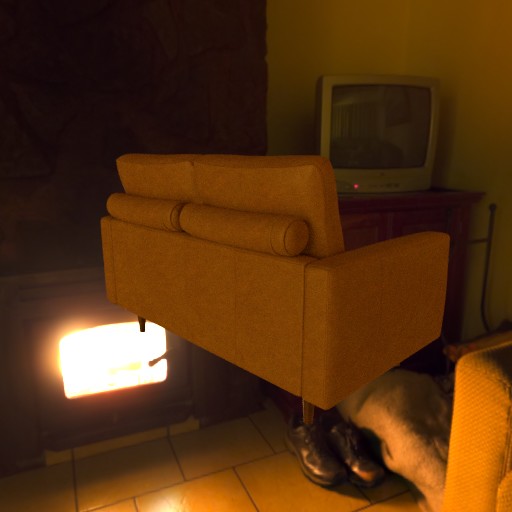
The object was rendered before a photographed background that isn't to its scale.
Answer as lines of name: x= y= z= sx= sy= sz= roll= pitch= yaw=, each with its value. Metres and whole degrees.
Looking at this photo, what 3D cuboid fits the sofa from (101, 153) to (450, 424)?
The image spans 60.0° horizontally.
sofa: x=0.000 y=0.000 z=2.000 sx=0.868 sy=0.898 sz=1.430 roll=-13 pitch=18 yaw=-43
